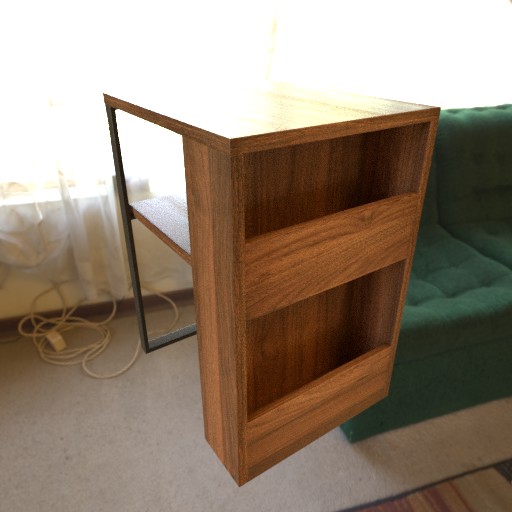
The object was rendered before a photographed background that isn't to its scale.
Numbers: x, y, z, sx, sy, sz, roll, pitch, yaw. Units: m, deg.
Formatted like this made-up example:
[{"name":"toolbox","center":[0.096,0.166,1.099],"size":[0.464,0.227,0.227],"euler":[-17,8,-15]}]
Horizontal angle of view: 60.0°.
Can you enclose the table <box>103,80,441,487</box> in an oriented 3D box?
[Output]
[{"name":"table","center":[0.000,0.000,1.544],"size":[0.660,1.041,0.786],"euler":[-18,32,-30]}]
